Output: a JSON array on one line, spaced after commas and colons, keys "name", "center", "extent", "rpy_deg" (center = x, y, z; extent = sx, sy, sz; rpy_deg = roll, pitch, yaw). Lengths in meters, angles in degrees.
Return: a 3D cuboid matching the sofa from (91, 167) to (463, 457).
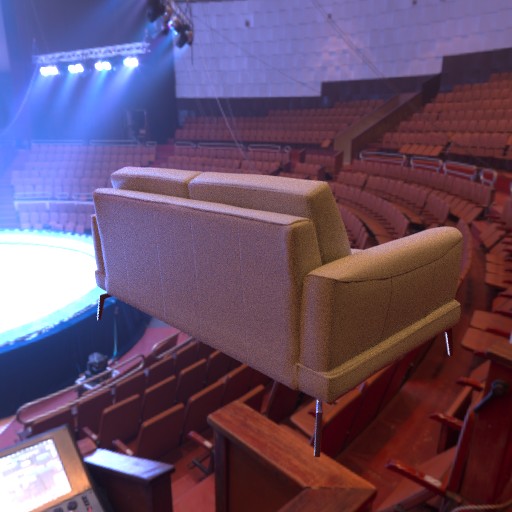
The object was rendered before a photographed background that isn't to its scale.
[{"name": "sofa", "center": [0.000, 0.000, 2.388], "extent": [1.121, 0.930, 1.819], "rpy_deg": [-13, 19, -42]}]
